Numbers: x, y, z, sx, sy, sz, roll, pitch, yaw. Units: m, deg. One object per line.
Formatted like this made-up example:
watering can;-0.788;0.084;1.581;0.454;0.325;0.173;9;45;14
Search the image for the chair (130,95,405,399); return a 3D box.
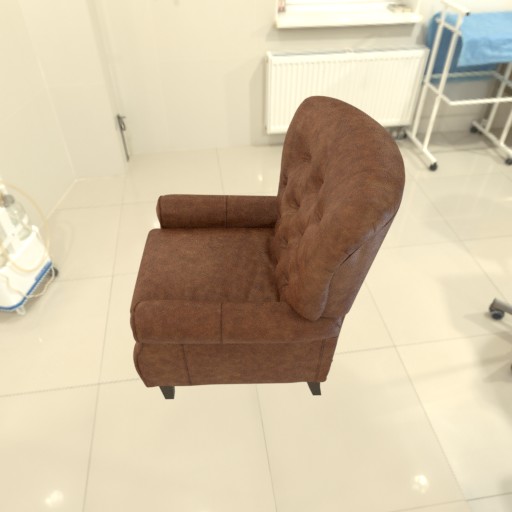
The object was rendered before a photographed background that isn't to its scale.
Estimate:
chair;0.000;0.000;1.954;1.059;1.164;0.951;-1;42;-1
